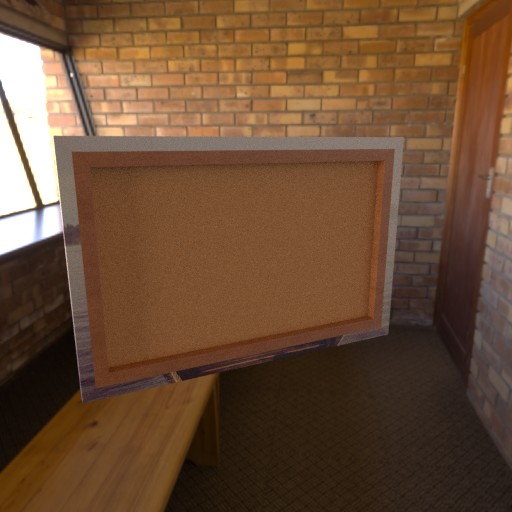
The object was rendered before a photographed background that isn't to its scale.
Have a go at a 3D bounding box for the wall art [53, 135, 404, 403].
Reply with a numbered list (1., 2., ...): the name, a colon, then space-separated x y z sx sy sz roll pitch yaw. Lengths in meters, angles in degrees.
1. wall art: 0.000 0.000 1.169 0.916 0.609 0.037 -7 16 -24
